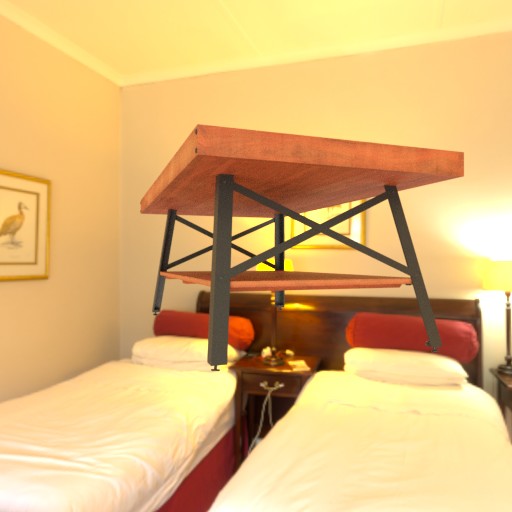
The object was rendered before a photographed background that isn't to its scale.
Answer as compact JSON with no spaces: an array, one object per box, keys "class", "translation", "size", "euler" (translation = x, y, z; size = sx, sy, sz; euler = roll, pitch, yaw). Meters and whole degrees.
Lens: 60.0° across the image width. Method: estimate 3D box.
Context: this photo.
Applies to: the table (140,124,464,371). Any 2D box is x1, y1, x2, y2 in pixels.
[{"class":"table","translation":[0.000,0.000,1.390],"size":[0.610,0.457,1.067],"euler":[0,-1,-20]}]
